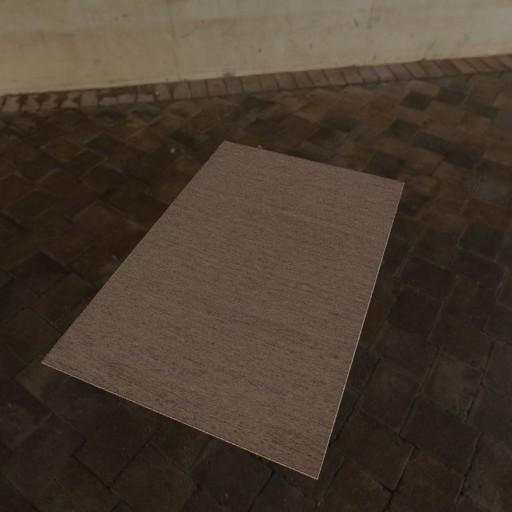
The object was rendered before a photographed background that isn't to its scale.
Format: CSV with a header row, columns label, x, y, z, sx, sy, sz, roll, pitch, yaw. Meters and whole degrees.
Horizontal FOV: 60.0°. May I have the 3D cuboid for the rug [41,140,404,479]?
label,x,y,z,sx,sy,sz,roll,pitch,yaw
rug,0.000,0.000,2.310,1.225,0.013,1.840,17,49,15
